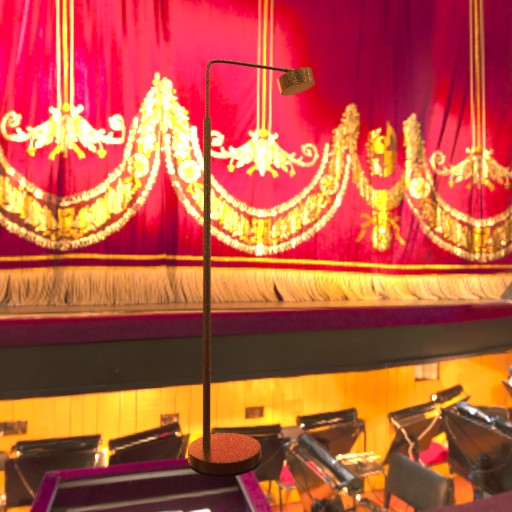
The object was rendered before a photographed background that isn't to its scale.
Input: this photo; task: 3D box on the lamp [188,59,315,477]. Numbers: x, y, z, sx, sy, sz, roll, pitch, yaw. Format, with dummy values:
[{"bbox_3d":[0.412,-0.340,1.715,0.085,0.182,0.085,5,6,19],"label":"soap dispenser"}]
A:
[{"bbox_3d":[0.000,0.000,1.377,0.418,1.230,0.219,0,-1,-17],"label":"lamp"}]
